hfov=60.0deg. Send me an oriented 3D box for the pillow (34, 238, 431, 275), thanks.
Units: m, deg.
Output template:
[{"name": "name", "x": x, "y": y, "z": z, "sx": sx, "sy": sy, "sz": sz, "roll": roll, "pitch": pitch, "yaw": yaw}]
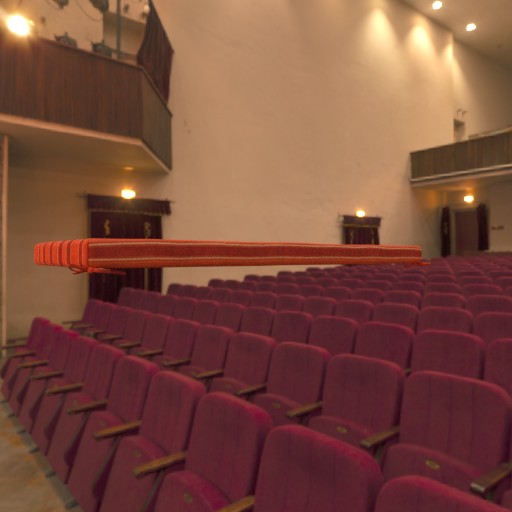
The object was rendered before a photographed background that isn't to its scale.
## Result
[{"name": "pillow", "x": 0.000, "y": 0.000, "z": 1.351, "sx": 1.187, "sy": 0.081, "sz": 0.492, "roll": 0, "pitch": 0, "yaw": -38}]
